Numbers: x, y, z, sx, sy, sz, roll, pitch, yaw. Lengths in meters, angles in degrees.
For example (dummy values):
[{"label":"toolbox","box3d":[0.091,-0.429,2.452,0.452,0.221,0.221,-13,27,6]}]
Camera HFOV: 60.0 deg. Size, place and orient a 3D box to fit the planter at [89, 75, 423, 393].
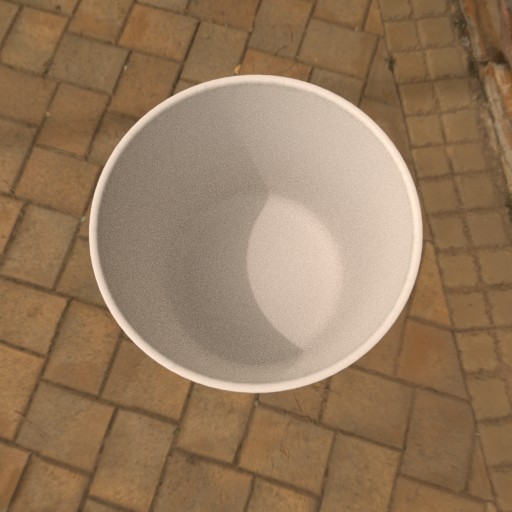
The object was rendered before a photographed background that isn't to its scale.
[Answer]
[{"label":"planter","box3d":[0.000,0.000,0.777,0.440,0.398,0.440,0,76,0]}]
